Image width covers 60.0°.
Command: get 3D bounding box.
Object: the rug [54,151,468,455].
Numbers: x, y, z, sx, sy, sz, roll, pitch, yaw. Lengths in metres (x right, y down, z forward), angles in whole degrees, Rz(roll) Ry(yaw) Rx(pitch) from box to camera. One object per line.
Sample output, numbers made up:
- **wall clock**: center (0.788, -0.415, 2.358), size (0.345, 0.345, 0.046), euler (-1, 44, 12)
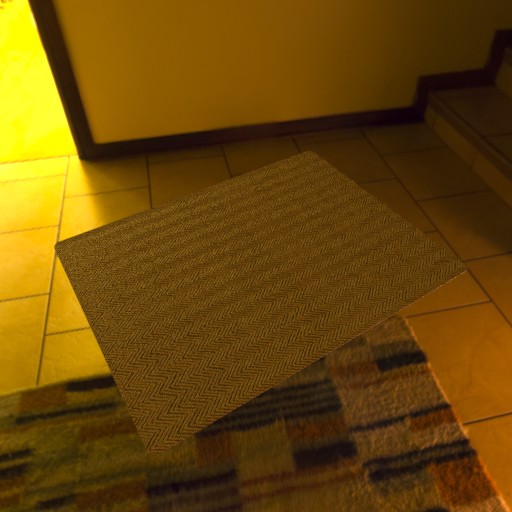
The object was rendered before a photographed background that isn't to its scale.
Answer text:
- **rug**: center (0.000, 0.000, 4.258), size (3.207, 0.014, 2.439), euler (-24, 50, -22)
